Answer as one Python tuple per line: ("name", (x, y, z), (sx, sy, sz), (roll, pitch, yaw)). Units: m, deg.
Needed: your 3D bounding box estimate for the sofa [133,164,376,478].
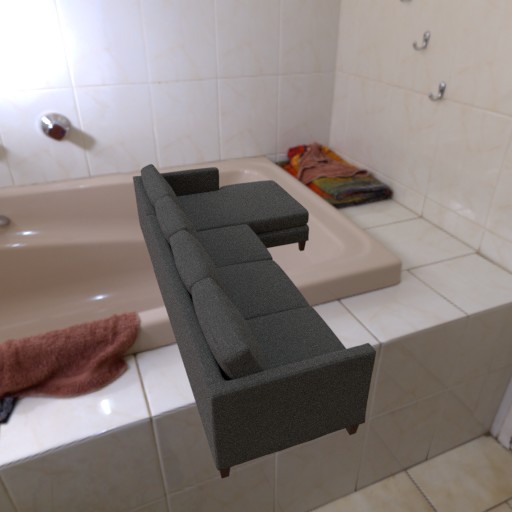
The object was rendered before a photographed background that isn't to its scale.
("sofa", (0.000, 0.000, 3.756), (1.625, 0.846, 3.186), (-11, 32, -17))
